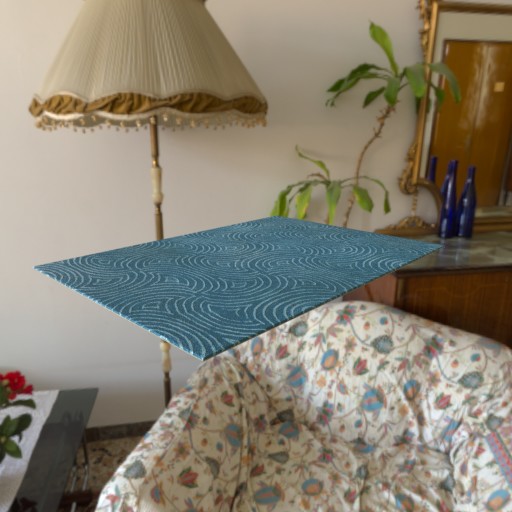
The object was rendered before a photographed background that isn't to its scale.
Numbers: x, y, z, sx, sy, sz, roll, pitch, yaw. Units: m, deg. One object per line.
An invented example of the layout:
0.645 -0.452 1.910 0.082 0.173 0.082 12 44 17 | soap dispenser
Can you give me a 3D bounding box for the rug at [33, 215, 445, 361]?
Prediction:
0.000 0.000 2.808 1.543 0.015 2.144 15 22 42 | rug
